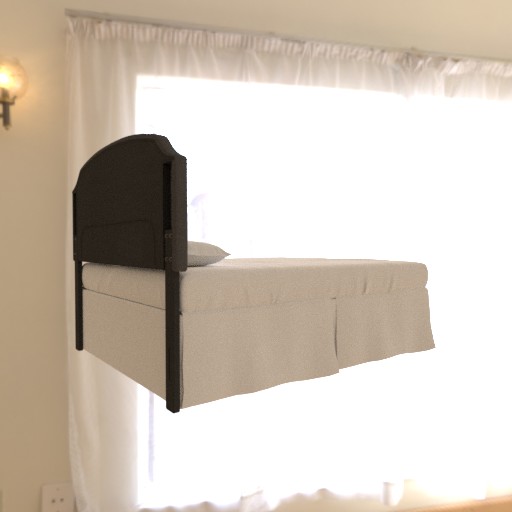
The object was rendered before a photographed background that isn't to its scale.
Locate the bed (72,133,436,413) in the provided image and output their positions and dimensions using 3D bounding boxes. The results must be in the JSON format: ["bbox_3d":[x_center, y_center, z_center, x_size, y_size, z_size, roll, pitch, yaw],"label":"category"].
[{"bbox_3d":[0.000,0.000,3.029,1.999,1.270,1.558,-1,2,-37],"label":"bed"}]
